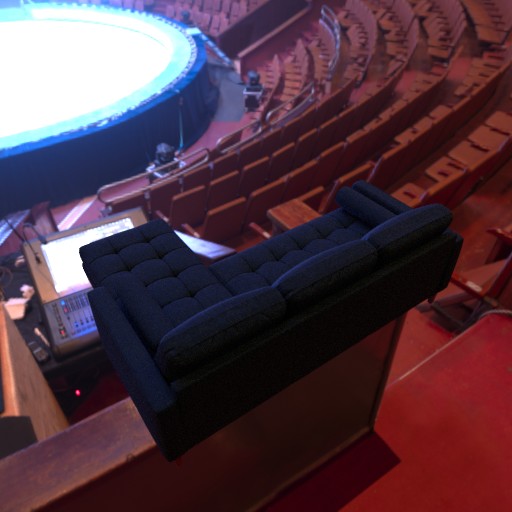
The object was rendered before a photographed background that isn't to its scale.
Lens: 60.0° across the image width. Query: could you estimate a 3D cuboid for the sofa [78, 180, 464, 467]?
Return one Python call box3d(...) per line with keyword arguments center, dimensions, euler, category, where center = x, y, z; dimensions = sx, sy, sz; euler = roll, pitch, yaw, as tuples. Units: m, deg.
box3d(center=(0.000, 0.000, 2.974), dimensions=(2.185, 0.841, 1.613), euler=(-24, 45, -26), category="sofa")
